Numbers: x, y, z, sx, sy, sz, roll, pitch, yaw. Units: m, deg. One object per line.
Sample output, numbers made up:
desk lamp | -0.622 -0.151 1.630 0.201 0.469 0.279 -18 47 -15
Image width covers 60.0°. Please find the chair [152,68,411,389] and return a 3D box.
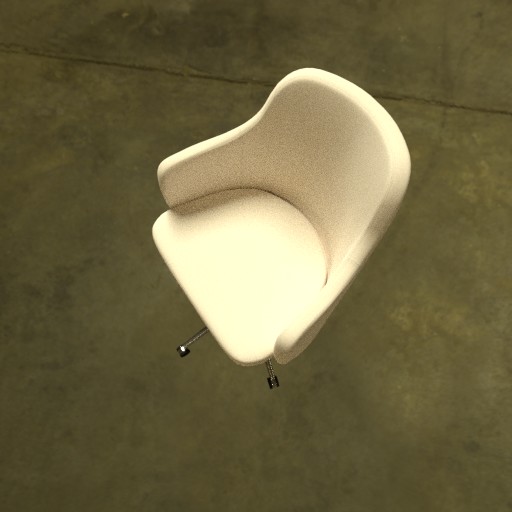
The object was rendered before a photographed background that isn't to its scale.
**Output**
chair | 0.000 0.000 1.254 0.647 0.819 0.602 -31 68 -14
